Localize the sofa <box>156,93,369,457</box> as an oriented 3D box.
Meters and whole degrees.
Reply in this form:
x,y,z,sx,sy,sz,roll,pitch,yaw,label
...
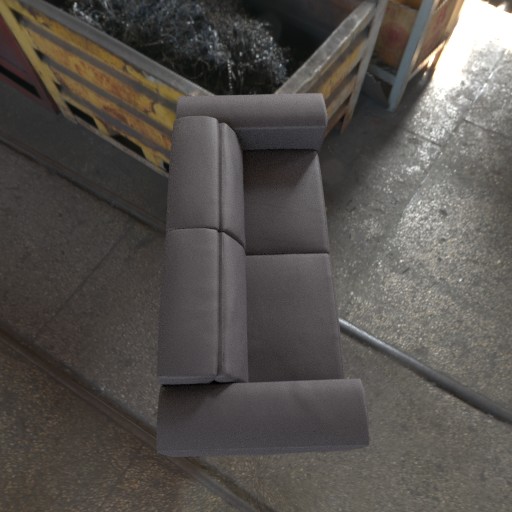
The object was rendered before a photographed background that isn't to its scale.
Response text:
x,y,z,sx,sy,sz,roll,pitch,yaw,label
0.000,0.000,2.834,1.048,0.814,2.330,-2,64,-1,sofa
